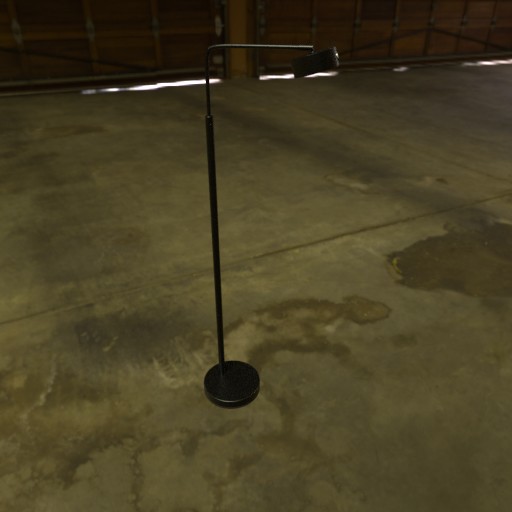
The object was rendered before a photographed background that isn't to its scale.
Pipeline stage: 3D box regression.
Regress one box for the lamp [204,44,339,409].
[{"bbox_3d":[0.000,0.000,1.425,0.418,1.230,0.219,9,31,15],"label":"lamp"}]
